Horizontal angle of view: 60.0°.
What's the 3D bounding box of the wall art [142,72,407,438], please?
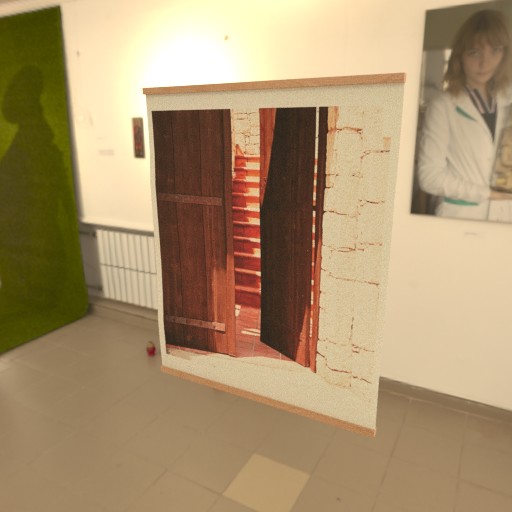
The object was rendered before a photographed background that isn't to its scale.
[{"bbox_3d":[0.000,0.000,0.691,0.406,0.508,0.013,8,18,27],"label":"wall art"}]
